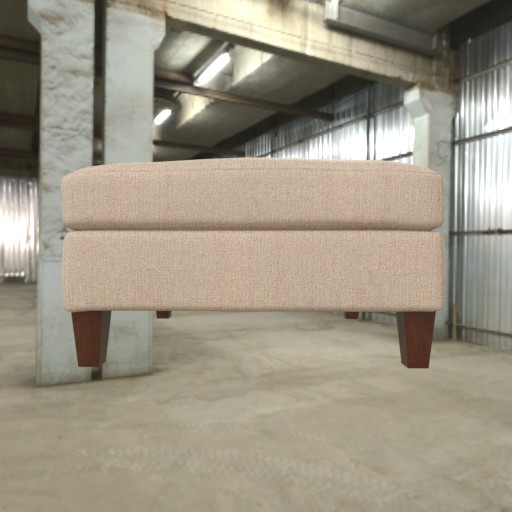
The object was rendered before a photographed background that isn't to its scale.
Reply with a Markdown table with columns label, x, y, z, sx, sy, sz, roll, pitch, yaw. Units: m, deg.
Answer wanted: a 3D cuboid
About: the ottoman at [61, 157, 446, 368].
| label | x | y | z | sx | sy | sz | roll | pitch | yaw |
| --- | --- | --- | --- | --- | --- | --- | --- | --- | --- |
| ottoman | 0.000 | 0.000 | 1.341 | 0.838 | 0.481 | 0.838 | 0 | 0 | 1 |
